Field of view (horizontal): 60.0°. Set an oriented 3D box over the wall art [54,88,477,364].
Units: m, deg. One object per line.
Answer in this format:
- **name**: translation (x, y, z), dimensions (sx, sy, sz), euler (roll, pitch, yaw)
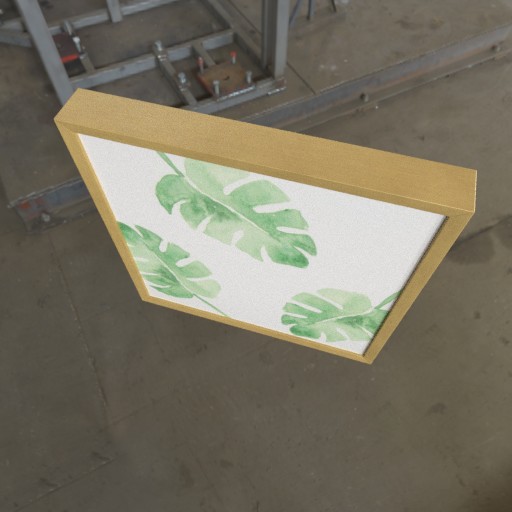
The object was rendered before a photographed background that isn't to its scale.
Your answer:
- **wall art**: translation (0.000, 0.000, 0.446), dimensions (0.305, 0.305, 0.038), euler (14, 59, 9)
